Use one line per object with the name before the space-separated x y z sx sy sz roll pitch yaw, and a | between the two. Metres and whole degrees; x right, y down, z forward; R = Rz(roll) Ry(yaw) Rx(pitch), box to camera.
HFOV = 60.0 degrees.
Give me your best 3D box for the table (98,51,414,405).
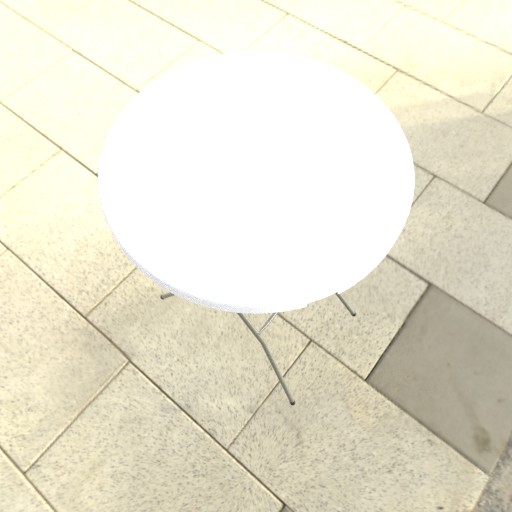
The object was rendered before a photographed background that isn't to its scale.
table | 0.000 0.000 1.610 0.795 1.105 0.792 34 68 16
